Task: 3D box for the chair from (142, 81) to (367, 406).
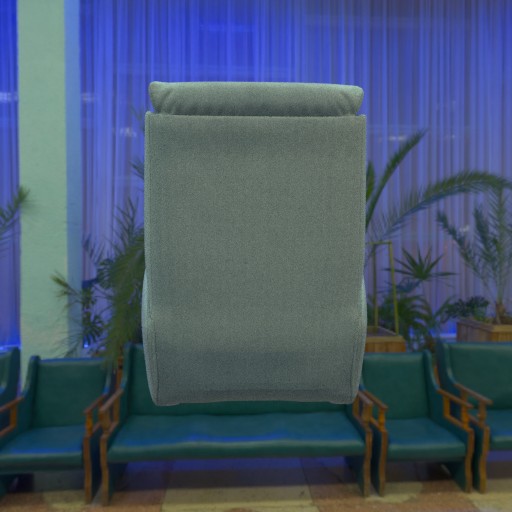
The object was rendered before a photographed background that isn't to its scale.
[{"bbox_3d":[0.000,0.000,1.668,0.812,1.013,0.940,0,1,-2],"label":"chair"}]
